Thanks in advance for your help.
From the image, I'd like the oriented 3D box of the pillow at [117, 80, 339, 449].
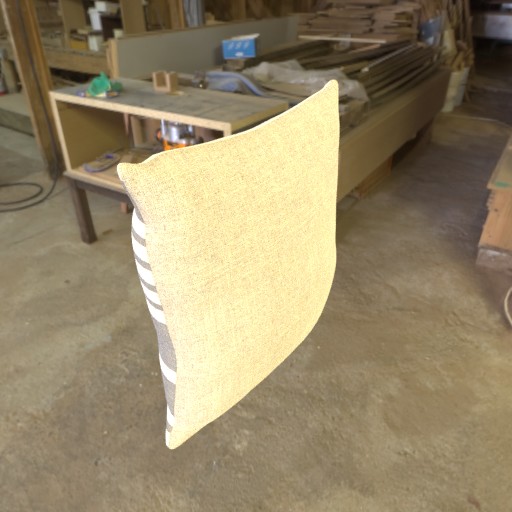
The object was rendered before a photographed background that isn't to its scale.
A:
[{"bbox_3d":[0.000,0.000,0.669,0.182,0.440,0.439,22,39,30],"label":"pillow"}]
